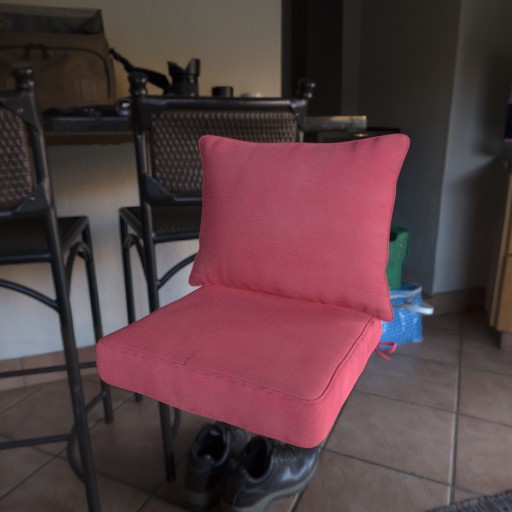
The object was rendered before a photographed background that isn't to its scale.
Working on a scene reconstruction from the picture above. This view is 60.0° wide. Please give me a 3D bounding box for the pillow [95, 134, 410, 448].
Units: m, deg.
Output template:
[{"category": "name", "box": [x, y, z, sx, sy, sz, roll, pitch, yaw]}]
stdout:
[{"category": "pillow", "box": [0.000, 0.000, 1.360, 0.798, 0.725, 0.733, 8, 17, 26]}]
